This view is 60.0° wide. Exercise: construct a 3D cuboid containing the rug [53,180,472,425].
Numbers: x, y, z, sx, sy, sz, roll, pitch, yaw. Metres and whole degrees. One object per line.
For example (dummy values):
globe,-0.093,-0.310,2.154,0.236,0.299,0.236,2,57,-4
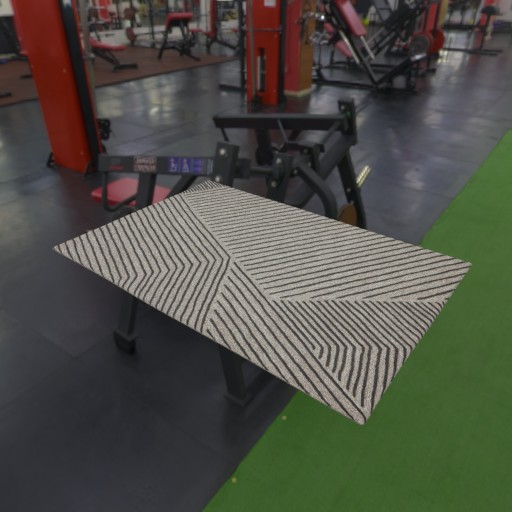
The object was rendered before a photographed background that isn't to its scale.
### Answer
rug,0.000,0.000,2.330,1.842,0.019,1.237,22,38,32
